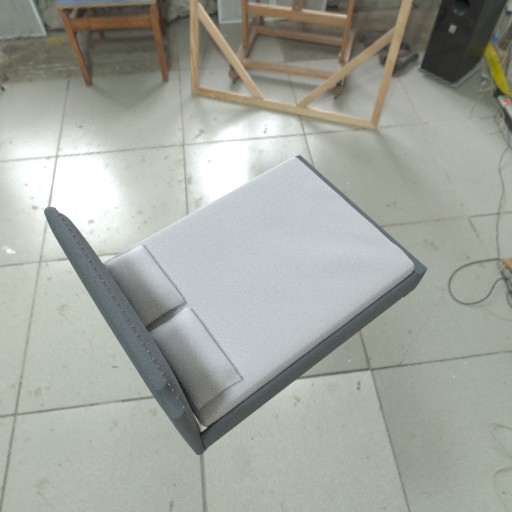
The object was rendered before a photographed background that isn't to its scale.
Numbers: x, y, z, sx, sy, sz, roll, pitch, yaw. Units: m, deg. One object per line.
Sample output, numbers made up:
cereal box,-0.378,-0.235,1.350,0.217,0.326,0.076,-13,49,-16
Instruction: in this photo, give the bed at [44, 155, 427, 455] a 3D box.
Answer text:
bed,0.000,0.000,3.484,2.372,1.443,1.712,-32,63,-19
